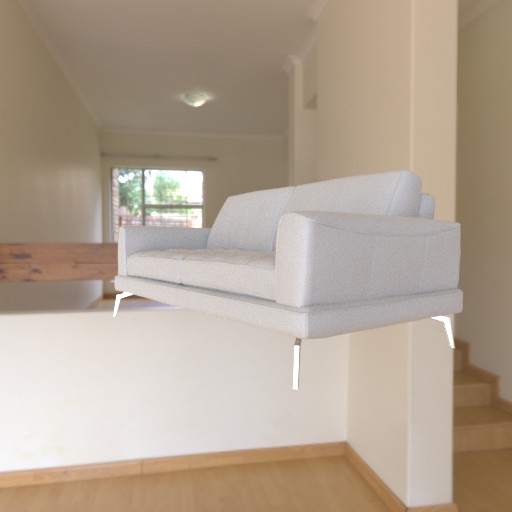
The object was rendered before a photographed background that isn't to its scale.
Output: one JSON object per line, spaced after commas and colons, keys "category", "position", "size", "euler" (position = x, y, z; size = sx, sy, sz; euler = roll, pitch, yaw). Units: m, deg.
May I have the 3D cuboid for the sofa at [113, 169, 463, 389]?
{"category": "sofa", "position": [0.000, 0.000, 2.762], "size": [1.121, 0.930, 2.177], "euler": [-1, 2, -36]}
